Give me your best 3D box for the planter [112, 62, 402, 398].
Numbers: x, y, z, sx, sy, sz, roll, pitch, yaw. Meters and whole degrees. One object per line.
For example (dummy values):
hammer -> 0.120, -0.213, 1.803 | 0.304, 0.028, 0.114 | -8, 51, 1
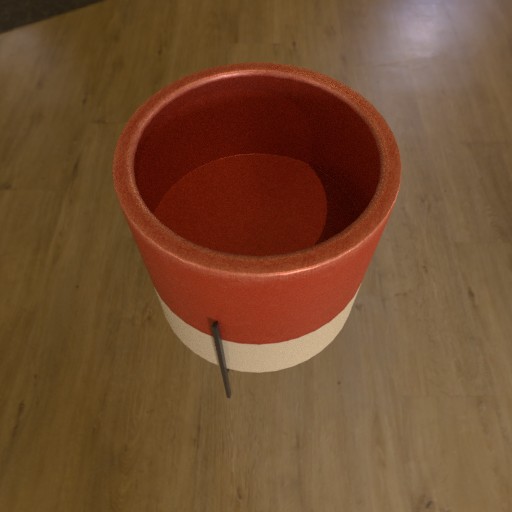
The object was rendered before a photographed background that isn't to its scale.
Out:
planter -> 0.000, 0.000, 0.722 | 0.345, 0.465, 0.354 | 15, 59, 9
